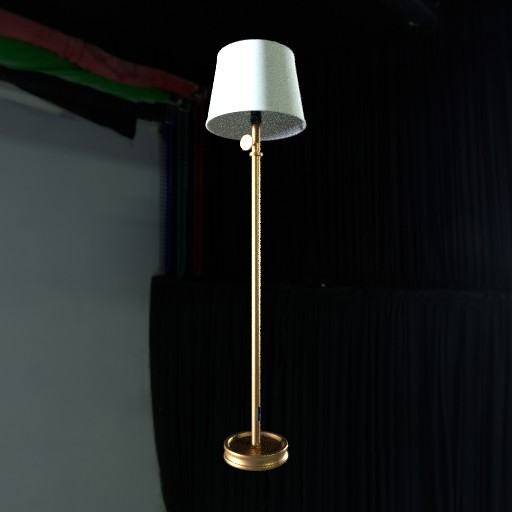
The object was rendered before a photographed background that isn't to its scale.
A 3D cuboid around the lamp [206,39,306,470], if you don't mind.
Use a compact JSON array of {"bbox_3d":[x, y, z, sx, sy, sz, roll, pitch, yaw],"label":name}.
[{"bbox_3d":[0.000,0.000,0.793,0.178,0.710,0.178,0,-1,0],"label":"lamp"}]
